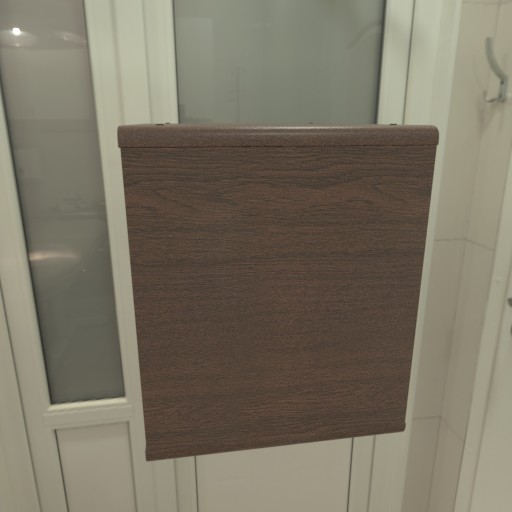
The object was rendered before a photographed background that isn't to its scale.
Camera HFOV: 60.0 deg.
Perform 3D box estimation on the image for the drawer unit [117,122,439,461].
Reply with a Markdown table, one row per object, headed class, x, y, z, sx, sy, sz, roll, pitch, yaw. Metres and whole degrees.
| class | x | y | z | sx | sy | sz | roll | pitch | yaw |
| --- | --- | --- | --- | --- | --- | --- | --- | --- | --- |
| drawer unit | 0.000 | 0.000 | 0.599 | 0.290 | 0.344 | 0.344 | -3 | 17 | -9 |
